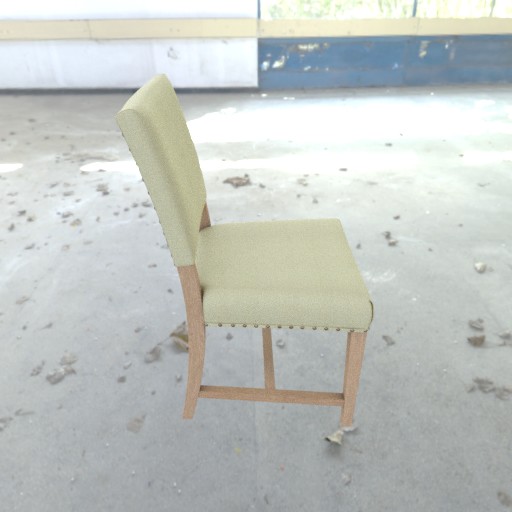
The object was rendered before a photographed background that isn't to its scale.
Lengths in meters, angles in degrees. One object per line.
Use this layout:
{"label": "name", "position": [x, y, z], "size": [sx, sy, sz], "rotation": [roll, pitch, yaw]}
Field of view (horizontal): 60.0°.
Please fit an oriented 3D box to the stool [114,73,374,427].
{"label": "stool", "position": [0.000, 0.000, 1.365], "size": [0.623, 0.986, 0.508], "rotation": [-1, 32, -1]}
